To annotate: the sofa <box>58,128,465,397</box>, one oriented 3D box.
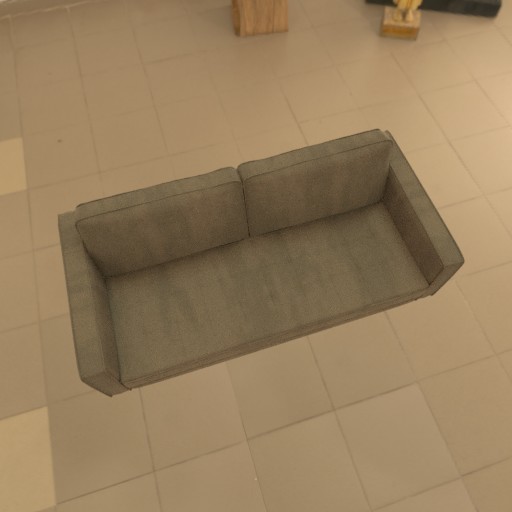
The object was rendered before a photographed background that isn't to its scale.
[{"bbox_3d":[0.000,0.000,2.423,1.920,0.825,0.924,-16,64,-8],"label":"sofa"}]
